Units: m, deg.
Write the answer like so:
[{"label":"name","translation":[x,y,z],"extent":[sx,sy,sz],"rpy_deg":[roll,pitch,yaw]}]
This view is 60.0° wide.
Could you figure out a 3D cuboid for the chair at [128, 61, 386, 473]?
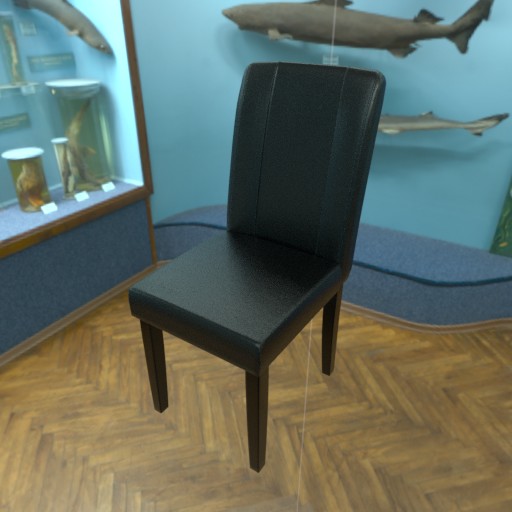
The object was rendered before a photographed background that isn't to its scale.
[{"label":"chair","translation":[0.000,0.000,1.169],"extent":[0.399,0.897,0.556],"rpy_deg":[18,34,29]}]
